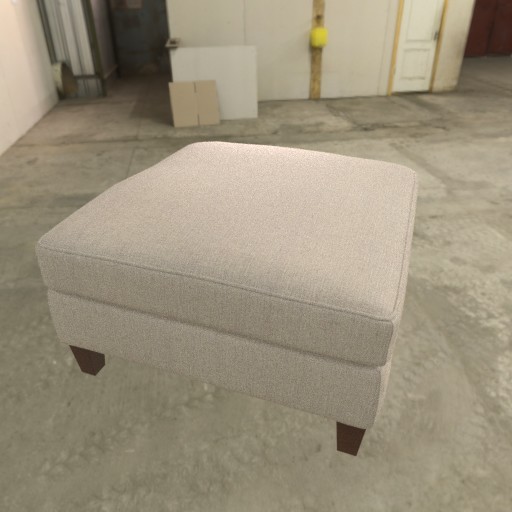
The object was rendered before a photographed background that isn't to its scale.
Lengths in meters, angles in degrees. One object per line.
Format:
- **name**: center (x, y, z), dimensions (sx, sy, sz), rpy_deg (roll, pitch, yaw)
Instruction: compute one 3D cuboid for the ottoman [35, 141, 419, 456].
- **ottoman**: center (0.000, 0.000, 1.313), dimensions (0.838, 0.481, 0.838), rpy_deg (11, 33, 17)
